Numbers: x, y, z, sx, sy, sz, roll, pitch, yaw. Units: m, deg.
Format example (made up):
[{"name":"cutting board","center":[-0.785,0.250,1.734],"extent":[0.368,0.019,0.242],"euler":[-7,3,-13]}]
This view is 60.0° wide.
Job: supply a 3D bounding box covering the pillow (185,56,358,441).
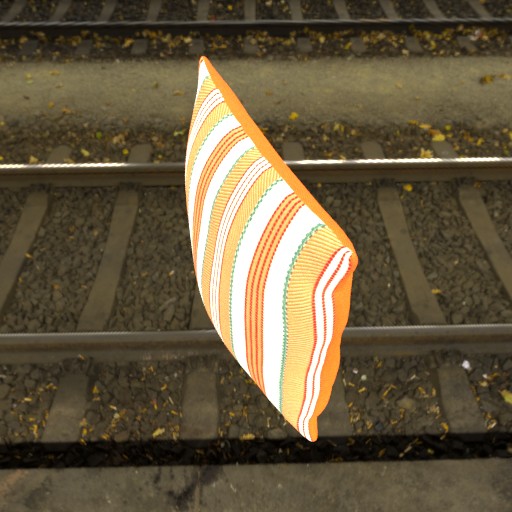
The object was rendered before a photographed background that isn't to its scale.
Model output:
[{"name":"pillow","center":[0.000,0.000,0.672],"extent":[0.182,0.441,0.440],"euler":[-17,49,-15]}]
